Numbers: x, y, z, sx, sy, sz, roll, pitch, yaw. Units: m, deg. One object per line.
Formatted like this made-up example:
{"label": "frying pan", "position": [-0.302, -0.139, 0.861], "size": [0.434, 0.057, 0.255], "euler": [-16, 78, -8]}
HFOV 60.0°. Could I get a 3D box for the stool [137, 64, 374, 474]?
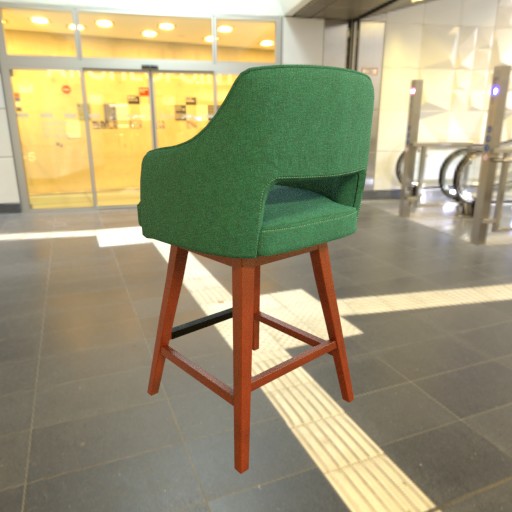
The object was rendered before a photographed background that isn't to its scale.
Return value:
{"label": "stool", "position": [0.000, 0.000, 1.275], "size": [0.548, 0.961, 0.556], "euler": [-14, 22, -40]}
